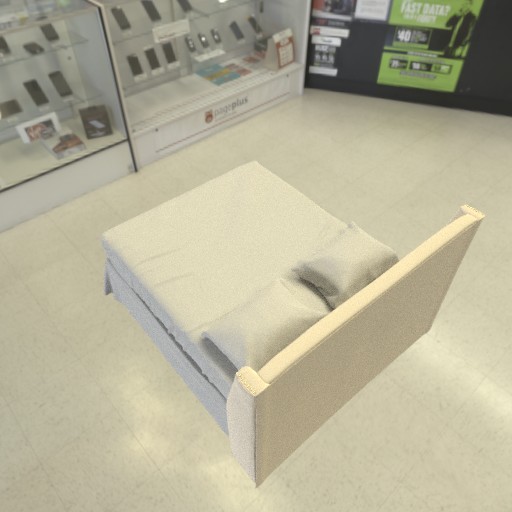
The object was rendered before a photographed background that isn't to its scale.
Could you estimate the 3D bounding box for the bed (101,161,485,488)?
[{"bbox_3d":[0.000,0.000,3.425,1.925,1.332,2.276,-31,54,-26],"label":"bed"}]
